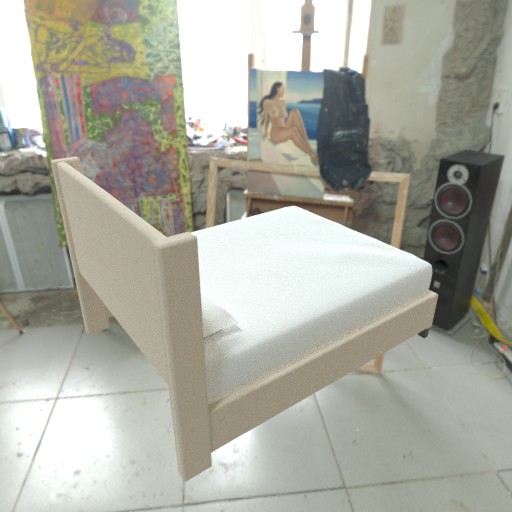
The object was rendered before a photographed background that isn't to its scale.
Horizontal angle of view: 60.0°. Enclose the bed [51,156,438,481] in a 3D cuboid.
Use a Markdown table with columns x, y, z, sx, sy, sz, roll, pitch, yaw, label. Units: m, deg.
| x | y | z | sx | sy | sz | roll | pitch | yaw | label |
| --- | --- | --- | --- | --- | --- | --- | --- | --- | --- |
| 0.000 | 0.000 | 3.403 | 2.293 | 1.471 | 1.778 | -18 | 32 | -32 | bed |
